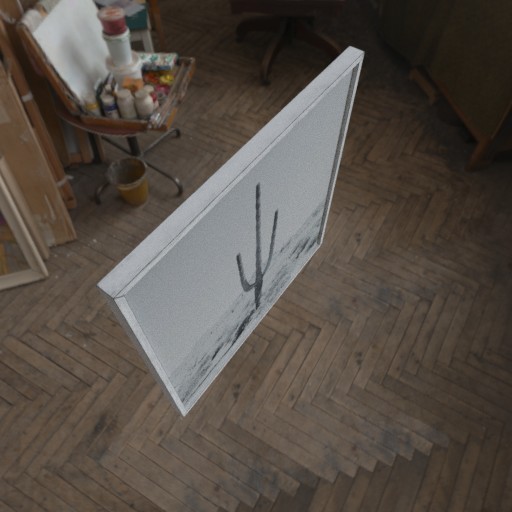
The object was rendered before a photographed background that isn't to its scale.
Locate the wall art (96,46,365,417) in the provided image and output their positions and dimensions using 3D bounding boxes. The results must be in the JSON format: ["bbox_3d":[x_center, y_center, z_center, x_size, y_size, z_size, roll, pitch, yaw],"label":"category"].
[{"bbox_3d":[0.000,0.000,1.147,0.038,0.762,0.762,32,63,19],"label":"wall art"}]
